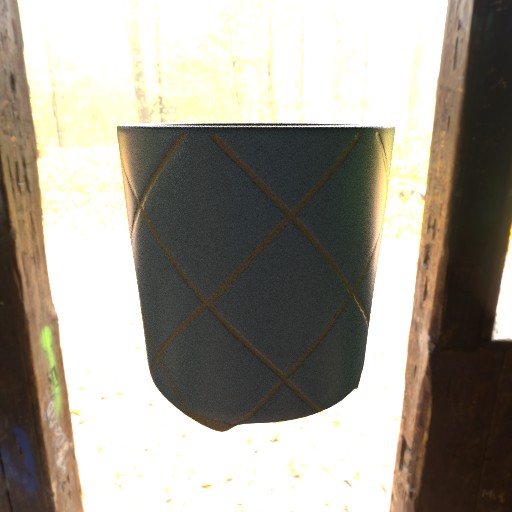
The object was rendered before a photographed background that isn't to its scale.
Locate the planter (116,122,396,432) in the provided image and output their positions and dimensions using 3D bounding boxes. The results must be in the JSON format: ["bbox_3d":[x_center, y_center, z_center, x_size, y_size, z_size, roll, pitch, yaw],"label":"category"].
[{"bbox_3d":[0.000,0.000,0.411,0.227,0.235,0.227,0,17,0],"label":"planter"}]
